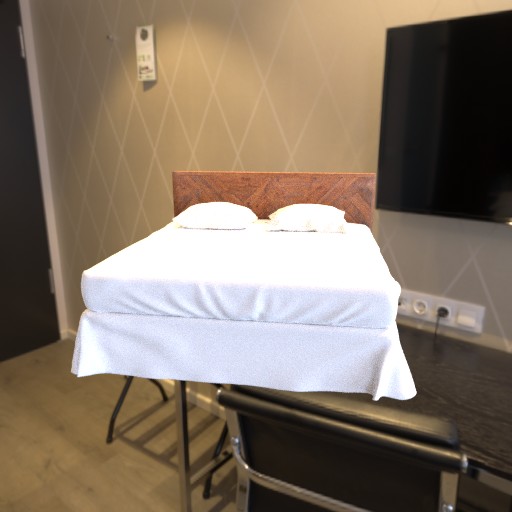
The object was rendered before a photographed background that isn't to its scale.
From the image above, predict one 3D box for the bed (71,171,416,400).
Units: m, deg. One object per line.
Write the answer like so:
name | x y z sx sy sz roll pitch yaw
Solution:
bed | 0.000 0.000 3.539 2.255 1.158 2.165 2 15 8
